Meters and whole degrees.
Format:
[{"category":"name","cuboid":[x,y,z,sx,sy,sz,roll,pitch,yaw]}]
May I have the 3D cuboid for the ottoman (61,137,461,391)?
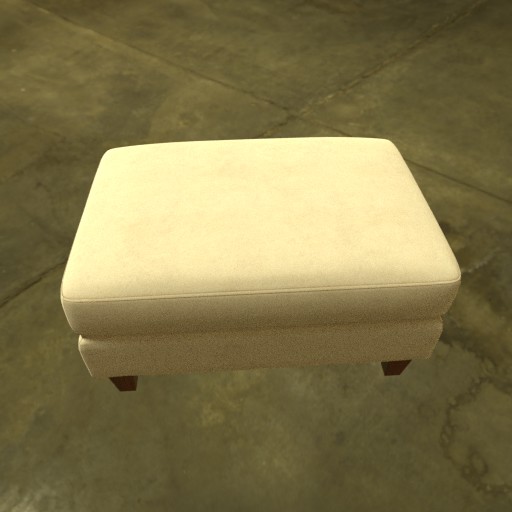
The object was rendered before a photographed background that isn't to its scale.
[{"category":"ottoman","cuboid":[0.000,0.000,1.222,0.864,0.483,0.584,-3,46,-3]}]
